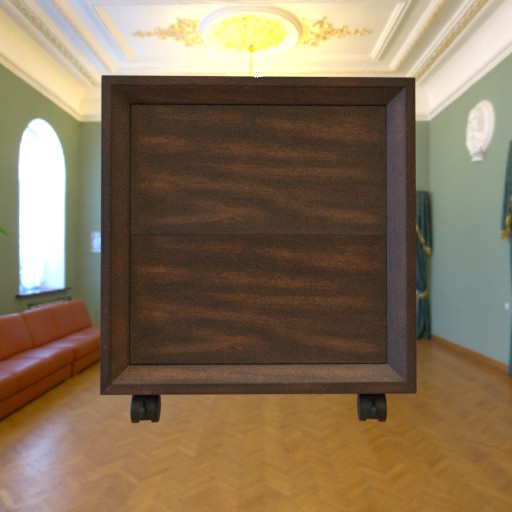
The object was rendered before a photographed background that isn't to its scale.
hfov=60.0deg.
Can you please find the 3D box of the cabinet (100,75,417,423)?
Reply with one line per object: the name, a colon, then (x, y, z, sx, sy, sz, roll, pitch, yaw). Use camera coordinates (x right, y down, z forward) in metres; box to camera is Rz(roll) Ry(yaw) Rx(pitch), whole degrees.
cabinet: (0.000, 0.000, 0.814, 0.402, 0.455, 0.500, 0, -1, -1)
